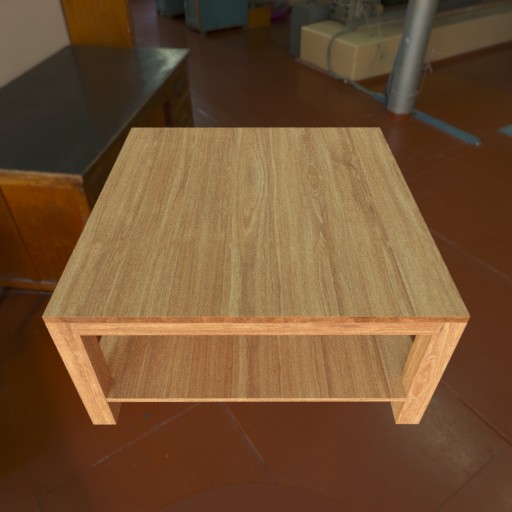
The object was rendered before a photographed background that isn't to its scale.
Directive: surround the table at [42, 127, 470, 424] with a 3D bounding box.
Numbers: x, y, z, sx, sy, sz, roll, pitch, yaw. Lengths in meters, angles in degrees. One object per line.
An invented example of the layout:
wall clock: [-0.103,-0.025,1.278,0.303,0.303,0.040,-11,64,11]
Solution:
table: [0.000,0.000,1.417,0.900,0.450,0.900,0,41,0]
